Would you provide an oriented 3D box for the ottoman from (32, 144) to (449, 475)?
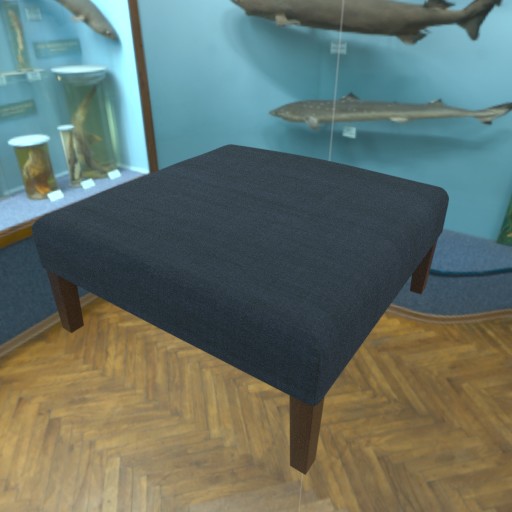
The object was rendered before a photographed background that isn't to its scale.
[{"bbox_3d":[0.000,0.000,1.378,0.890,0.411,0.889,19,36,29],"label":"ottoman"}]
